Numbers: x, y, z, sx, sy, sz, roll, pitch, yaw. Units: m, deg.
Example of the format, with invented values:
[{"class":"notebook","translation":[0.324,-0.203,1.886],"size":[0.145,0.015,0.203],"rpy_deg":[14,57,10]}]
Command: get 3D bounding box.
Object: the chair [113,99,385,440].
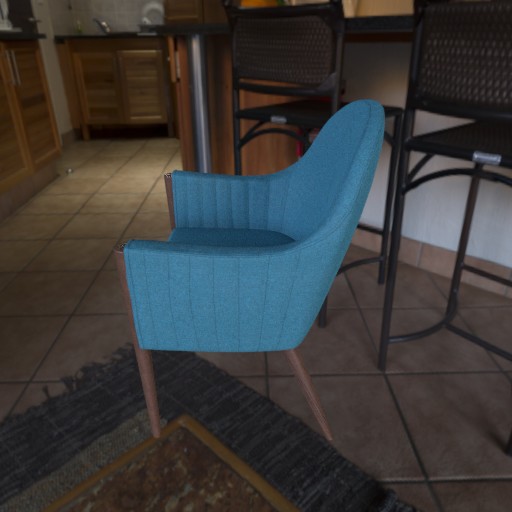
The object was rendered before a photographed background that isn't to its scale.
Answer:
[{"class":"chair","translation":[0.000,0.000,1.360],"size":[0.652,0.907,0.656],"rpy_deg":[0,27,1]}]
